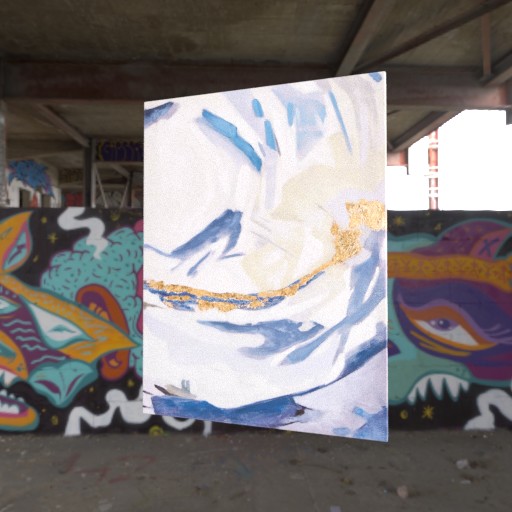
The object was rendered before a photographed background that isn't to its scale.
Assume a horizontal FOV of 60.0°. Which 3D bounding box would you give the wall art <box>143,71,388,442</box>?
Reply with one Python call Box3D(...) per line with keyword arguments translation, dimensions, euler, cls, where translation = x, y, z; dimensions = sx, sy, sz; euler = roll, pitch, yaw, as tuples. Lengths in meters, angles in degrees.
Box3D(translation=(0.000, 0.000, 1.344), dimensions=(0.761, 1.015, 0.038), euler=(0, -1, 18), cls="wall art")
